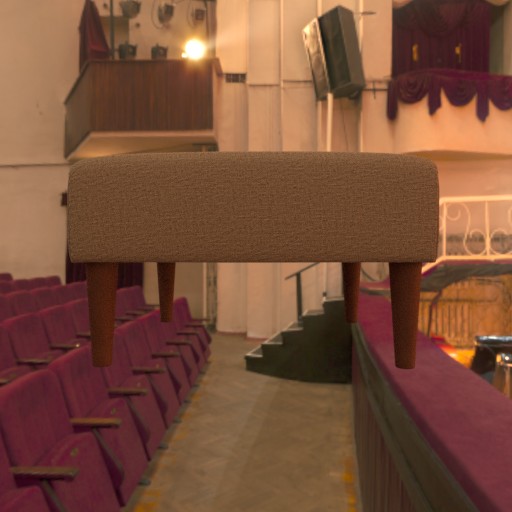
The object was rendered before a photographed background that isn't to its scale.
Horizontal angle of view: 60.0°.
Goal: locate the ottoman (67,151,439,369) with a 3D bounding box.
[{"bbox_3d":[0.000,0.000,1.063,0.650,0.398,0.649,0,0,2],"label":"ottoman"}]
